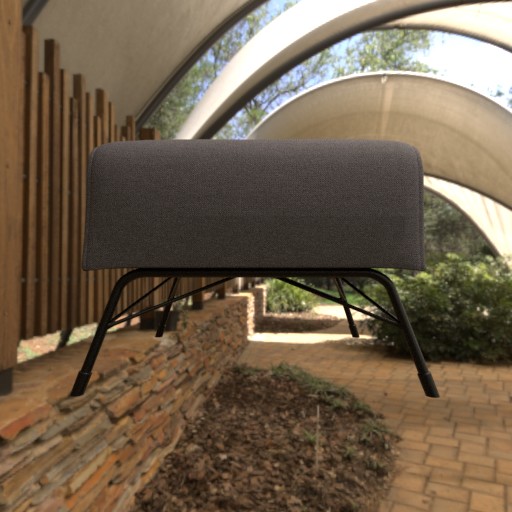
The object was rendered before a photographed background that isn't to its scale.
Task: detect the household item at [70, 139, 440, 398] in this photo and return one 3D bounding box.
[{"bbox_3d":[0.000,0.000,0.895,0.530,0.410,0.530,0,-1,1],"label":"household item"}]
